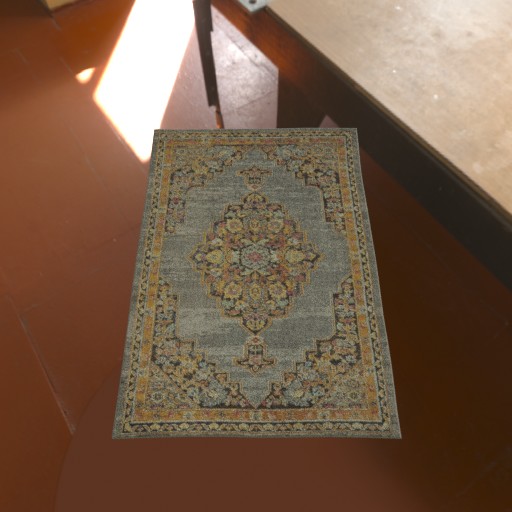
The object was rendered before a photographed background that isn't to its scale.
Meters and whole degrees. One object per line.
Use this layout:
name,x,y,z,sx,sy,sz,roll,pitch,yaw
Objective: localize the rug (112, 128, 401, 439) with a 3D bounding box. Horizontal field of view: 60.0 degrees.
rug,0.000,0.000,3.992,2.158,0.024,3.063,0,62,0
